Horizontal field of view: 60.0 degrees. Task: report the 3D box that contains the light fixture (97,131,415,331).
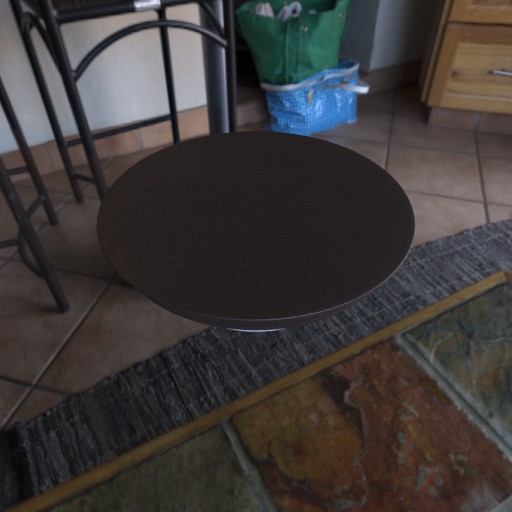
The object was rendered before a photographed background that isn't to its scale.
[{"bbox_3d":[0.000,0.000,0.446,0.280,0.135,0.280,0,42,0],"label":"light fixture"}]
